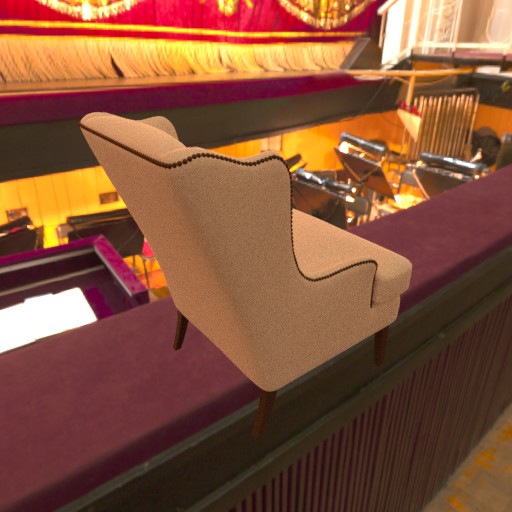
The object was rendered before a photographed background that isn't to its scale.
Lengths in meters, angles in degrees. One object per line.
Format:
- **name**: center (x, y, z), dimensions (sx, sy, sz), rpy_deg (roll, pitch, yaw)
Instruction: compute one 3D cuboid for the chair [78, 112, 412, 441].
- **chair**: center (0.000, 0.000, 1.630), dimensions (0.940, 1.029, 0.737), rpy_deg (-18, 32, -32)
